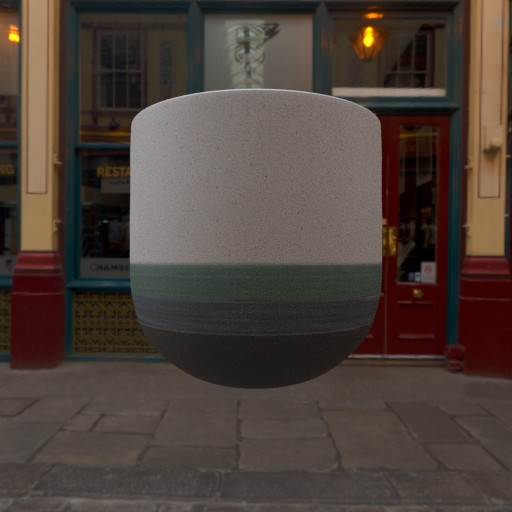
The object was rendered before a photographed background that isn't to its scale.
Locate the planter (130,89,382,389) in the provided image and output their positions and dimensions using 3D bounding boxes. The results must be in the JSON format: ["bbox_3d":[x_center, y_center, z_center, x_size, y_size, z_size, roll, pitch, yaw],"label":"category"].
[{"bbox_3d":[0.000,0.000,0.490,0.268,0.270,0.268,0,0,0],"label":"planter"}]
